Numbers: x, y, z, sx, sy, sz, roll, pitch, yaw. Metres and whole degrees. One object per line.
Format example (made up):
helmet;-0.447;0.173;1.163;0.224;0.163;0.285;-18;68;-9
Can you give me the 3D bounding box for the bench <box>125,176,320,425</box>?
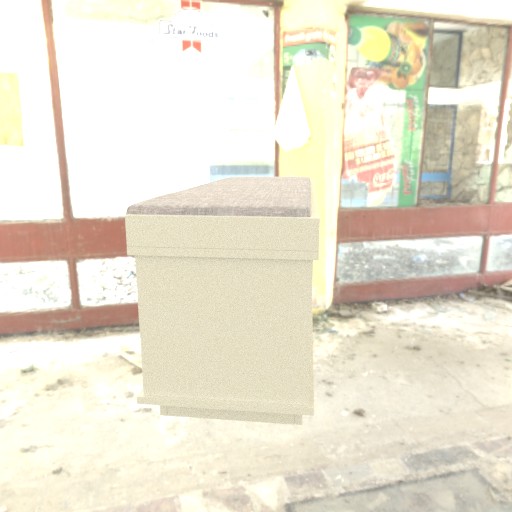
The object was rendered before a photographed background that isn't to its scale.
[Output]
bench;0.000;0.000;1.408;0.363;0.453;1.196;1;13;7
